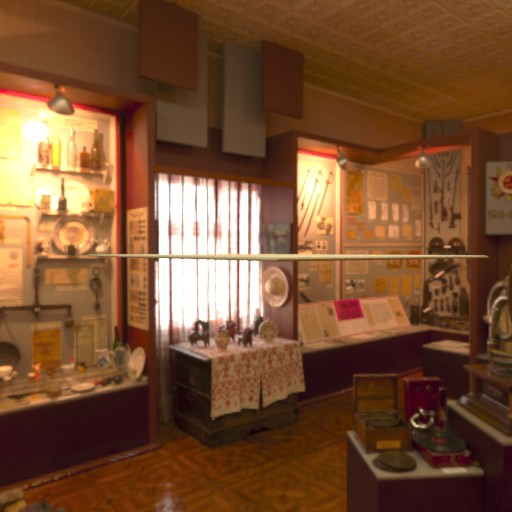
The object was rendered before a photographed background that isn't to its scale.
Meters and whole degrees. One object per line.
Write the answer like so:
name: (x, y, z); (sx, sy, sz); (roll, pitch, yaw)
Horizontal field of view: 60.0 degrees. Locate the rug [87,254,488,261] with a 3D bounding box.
rug: (0.000, 0.000, 3.505); (1.819, 0.018, 2.746); (0, 1, -37)
